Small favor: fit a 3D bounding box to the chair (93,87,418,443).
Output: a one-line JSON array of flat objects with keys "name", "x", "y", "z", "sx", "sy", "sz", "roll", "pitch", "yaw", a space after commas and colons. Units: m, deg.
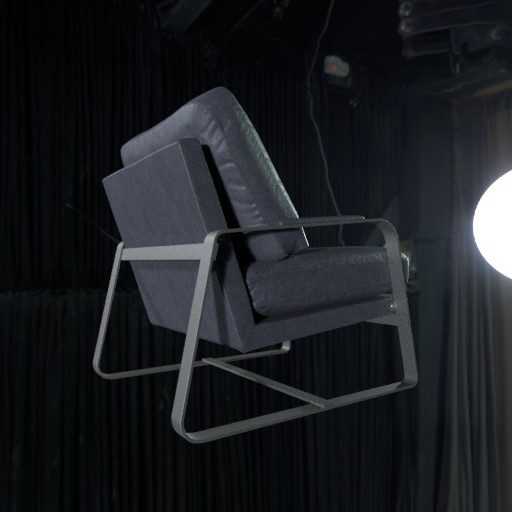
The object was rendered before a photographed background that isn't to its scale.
[{"name": "chair", "x": 0.000, "y": 0.000, "z": 1.488, "sx": 0.878, "sy": 0.839, "sz": 0.692, "roll": 0, "pitch": -1, "yaw": -35}]
